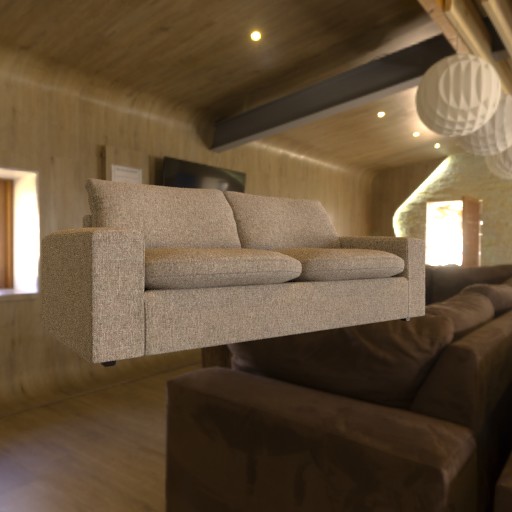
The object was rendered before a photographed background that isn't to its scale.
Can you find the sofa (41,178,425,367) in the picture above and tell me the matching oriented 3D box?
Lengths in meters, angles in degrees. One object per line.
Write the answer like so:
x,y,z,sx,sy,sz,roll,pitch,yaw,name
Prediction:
0.000,0.000,2.804,2.299,0.922,1.040,0,1,-36,sofa
